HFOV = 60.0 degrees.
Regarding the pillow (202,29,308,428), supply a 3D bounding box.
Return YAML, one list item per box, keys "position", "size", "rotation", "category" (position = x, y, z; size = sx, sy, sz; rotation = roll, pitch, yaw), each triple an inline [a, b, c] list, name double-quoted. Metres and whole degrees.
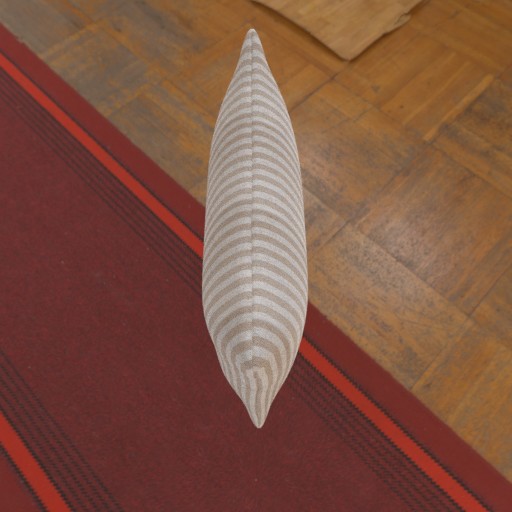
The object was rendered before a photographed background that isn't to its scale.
- position: [0.000, 0.000, 0.785]
  size: [0.166, 0.510, 0.523]
  rotation: [0, 63, 0]
  category: "pillow"
